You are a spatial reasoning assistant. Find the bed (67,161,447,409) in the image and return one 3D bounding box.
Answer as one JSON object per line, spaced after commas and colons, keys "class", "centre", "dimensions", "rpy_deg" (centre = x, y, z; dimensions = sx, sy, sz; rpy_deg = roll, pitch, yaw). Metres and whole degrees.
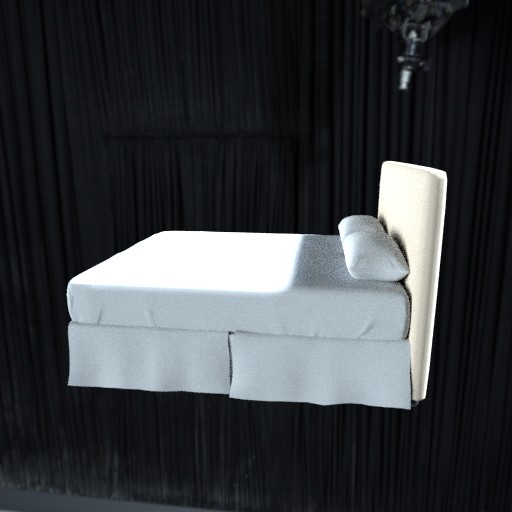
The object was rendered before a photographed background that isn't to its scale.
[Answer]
{"class": "bed", "centre": [0.000, 0.000, 3.235], "dimensions": [2.142, 1.330, 1.748], "rpy_deg": [2, 14, 8]}
